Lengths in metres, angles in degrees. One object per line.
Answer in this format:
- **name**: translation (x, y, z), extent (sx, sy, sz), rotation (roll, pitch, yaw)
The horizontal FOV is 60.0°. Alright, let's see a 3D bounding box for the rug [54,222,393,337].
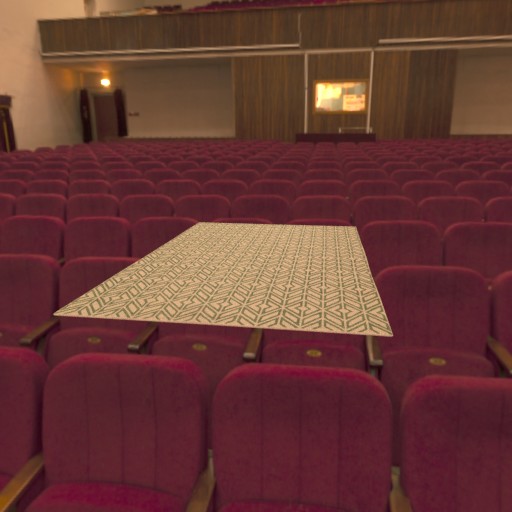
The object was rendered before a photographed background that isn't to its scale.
- **rug**: translation (0.000, 0.000, 3.095), extent (1.517, 0.011, 2.435), rotation (2, 15, 9)
